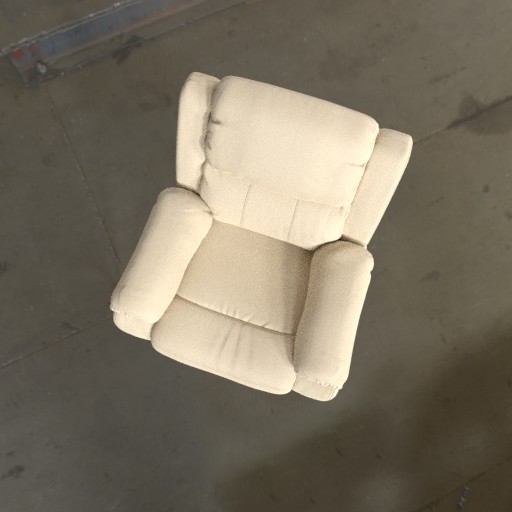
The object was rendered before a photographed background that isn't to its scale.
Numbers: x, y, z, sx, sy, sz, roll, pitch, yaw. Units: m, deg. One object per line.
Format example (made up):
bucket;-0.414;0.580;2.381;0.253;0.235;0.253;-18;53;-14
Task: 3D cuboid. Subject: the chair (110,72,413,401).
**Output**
chair;0.000;0.000;1.290;0.680;0.702;0.709;18;76;5
